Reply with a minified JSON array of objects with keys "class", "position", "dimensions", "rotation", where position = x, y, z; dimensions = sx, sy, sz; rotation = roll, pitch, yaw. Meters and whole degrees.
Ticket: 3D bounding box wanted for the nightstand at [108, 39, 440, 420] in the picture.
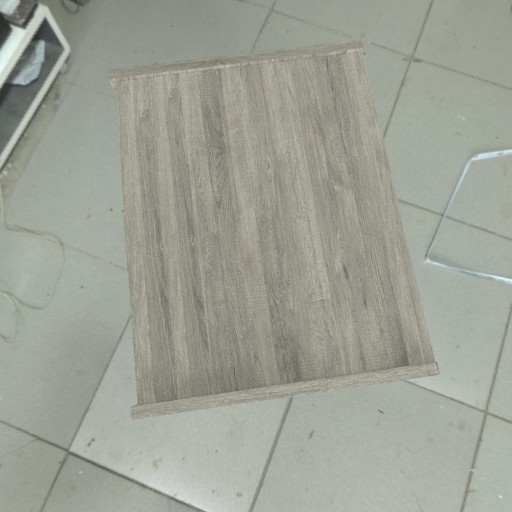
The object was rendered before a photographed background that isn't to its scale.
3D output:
[{"class":"nightstand","position":[0.000,0.000,0.827],"dimensions":[0.380,0.500,0.480],"rotation":[-8,76,-2]}]
